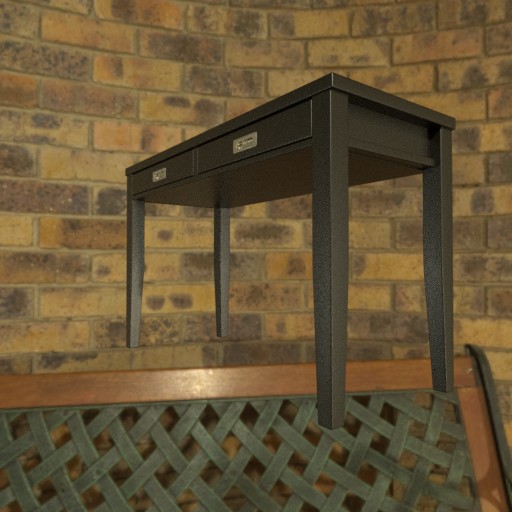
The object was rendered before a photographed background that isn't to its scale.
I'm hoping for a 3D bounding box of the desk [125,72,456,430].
[{"bbox_3d":[0.000,0.000,1.589,0.508,0.775,1.220,1,-1,-37],"label":"desk"}]
